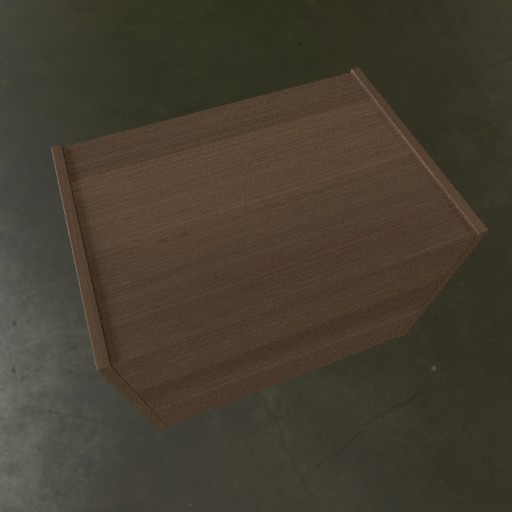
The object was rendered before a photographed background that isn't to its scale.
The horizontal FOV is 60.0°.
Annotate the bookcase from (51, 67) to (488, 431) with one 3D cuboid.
[{"bbox_3d":[0.000,0.000,0.630,0.415,0.305,0.290,-18,61,-11],"label":"bookcase"}]
